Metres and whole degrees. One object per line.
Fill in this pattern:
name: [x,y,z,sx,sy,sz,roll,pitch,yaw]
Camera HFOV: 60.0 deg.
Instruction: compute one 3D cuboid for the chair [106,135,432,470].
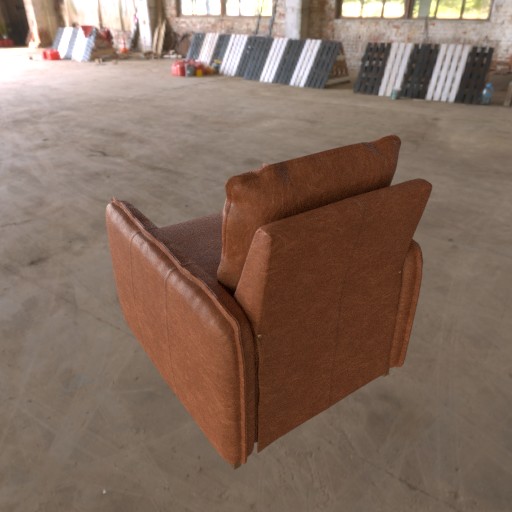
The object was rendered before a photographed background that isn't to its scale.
chair: [0.000,0.000,1.588,0.830,0.922,0.922,-19,35,-30]
